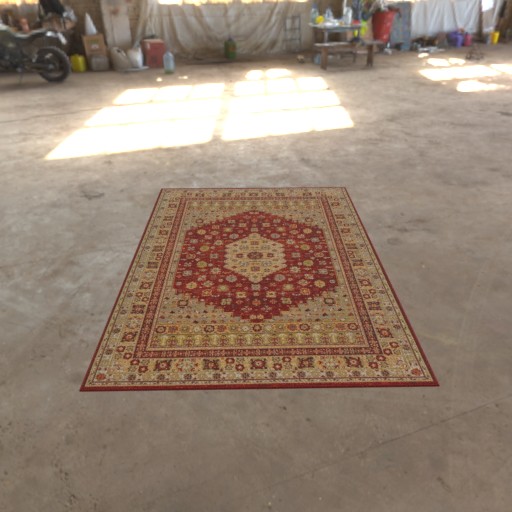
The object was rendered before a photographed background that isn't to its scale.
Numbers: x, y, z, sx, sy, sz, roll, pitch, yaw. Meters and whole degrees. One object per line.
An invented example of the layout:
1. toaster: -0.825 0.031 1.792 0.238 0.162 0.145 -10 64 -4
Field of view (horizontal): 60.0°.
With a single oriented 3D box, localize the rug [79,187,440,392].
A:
1. rug: 0.000 0.000 2.893 1.593 0.013 2.211 -1 32 -1
